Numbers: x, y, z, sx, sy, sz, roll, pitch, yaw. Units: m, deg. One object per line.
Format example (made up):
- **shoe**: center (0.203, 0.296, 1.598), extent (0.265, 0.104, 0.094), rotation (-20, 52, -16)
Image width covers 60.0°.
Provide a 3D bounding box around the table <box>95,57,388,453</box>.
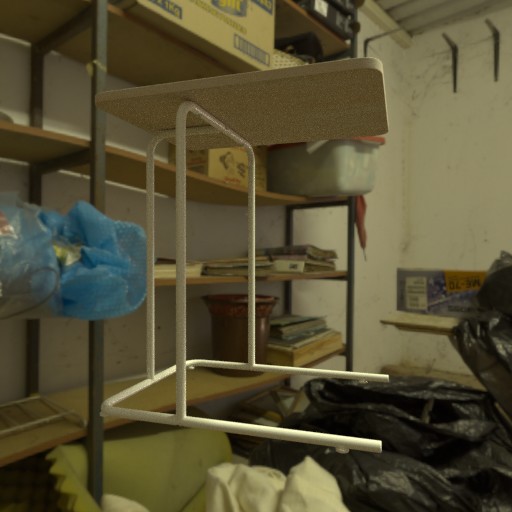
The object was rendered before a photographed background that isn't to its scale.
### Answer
- **table**: center (0.000, 0.000, 0.854), extent (0.480, 0.550, 0.370), rotation (0, 0, 18)
